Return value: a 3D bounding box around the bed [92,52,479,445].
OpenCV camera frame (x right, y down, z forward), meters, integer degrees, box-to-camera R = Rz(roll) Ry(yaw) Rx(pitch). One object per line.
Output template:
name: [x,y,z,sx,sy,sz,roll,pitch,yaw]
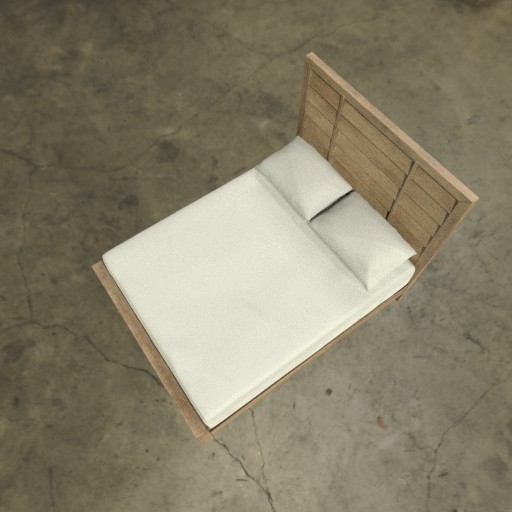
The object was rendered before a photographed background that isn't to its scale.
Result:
bed: [0.000,0.000,3.433,2.197,1.626,1.626,-32,67,-16]
